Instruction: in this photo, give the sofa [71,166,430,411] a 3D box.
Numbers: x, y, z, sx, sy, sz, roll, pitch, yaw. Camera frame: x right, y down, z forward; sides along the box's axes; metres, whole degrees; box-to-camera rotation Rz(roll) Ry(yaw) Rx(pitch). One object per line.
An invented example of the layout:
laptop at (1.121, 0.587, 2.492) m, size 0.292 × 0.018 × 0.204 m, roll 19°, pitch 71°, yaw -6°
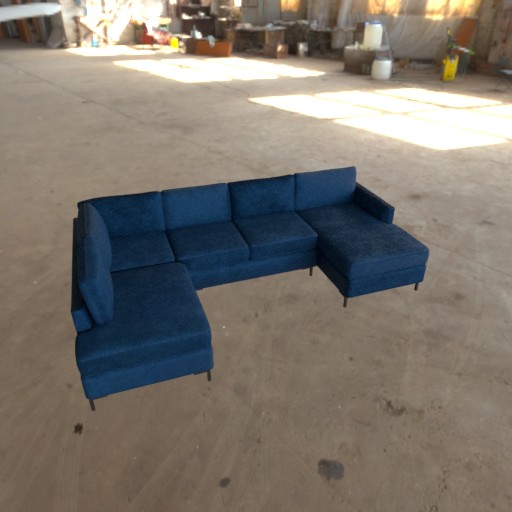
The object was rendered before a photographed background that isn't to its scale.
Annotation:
sofa at (0.000, 0.000, 4.451) m, size 3.434 × 0.992 × 2.055 m, roll -10°, pitch 32°, yaw -17°
